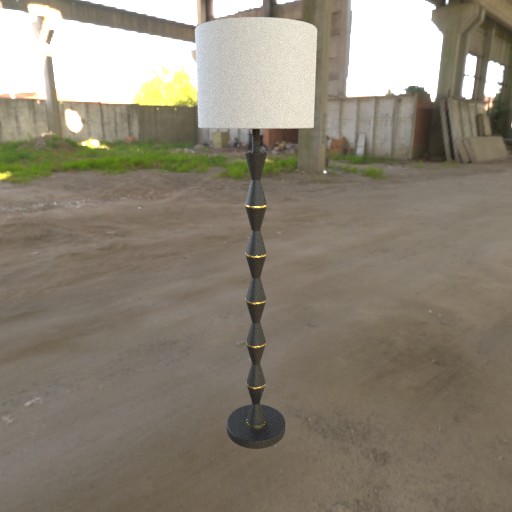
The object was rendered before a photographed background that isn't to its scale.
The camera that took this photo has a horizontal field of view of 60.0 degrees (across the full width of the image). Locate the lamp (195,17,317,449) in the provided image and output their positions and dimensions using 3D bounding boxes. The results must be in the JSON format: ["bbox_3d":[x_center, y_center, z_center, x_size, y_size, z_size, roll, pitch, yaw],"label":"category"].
[{"bbox_3d":[0.000,0.000,1.607,0.381,1.480,0.381,2,17,8],"label":"lamp"}]
